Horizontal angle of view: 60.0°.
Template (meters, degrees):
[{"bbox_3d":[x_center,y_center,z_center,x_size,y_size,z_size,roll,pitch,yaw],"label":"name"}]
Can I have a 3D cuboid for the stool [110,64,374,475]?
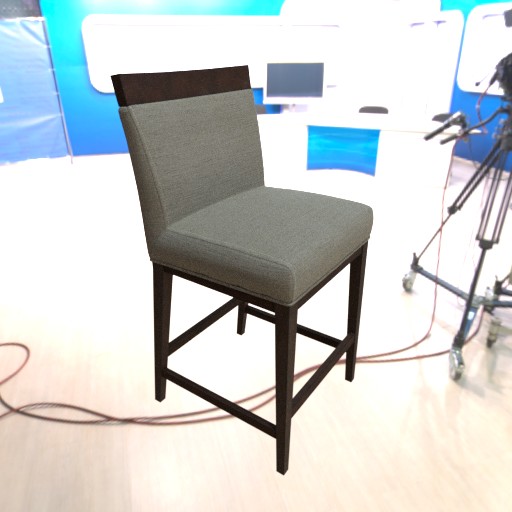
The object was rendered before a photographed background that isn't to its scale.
[{"bbox_3d":[0.000,0.000,1.308,0.531,1.009,0.512,17,31,31],"label":"stool"}]
